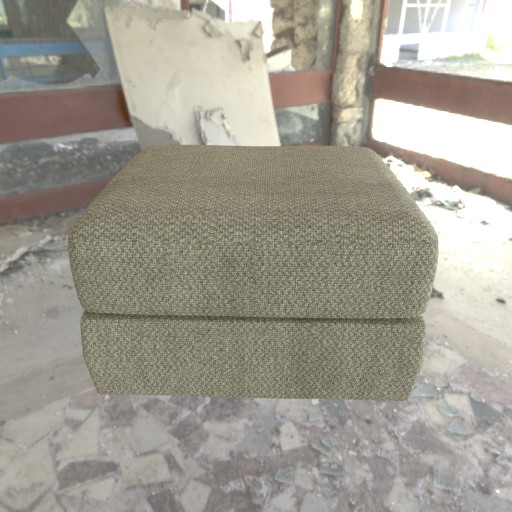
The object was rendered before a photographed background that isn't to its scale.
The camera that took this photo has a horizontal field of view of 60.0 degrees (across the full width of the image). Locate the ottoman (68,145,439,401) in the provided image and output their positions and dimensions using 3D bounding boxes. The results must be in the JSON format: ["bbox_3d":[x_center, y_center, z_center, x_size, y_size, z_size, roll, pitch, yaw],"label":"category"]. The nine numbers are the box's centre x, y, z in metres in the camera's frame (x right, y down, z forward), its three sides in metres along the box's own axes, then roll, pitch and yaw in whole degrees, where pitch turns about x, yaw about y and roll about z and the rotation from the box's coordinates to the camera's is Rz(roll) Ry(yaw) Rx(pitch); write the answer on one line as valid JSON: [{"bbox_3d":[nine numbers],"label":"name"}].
[{"bbox_3d":[0.000,0.000,1.155,0.751,0.476,0.603,1,29,1],"label":"ottoman"}]
